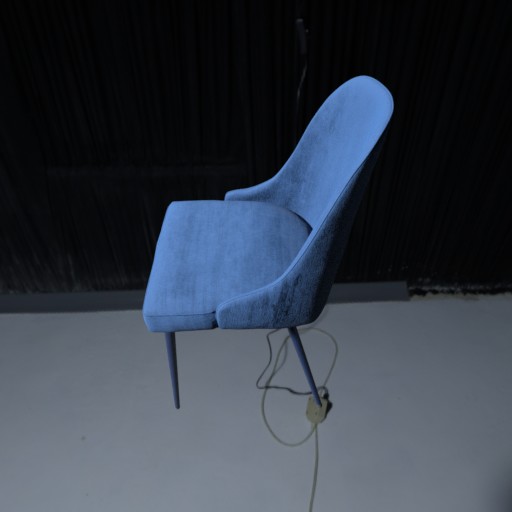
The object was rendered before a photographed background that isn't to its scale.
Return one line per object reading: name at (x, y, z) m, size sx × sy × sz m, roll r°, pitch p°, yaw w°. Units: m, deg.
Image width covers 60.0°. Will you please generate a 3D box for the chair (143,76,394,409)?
chair at (0.000, 0.000, 1.213) m, size 0.559 × 0.896 × 0.478 m, roll 0°, pitch 41°, yaw 0°
